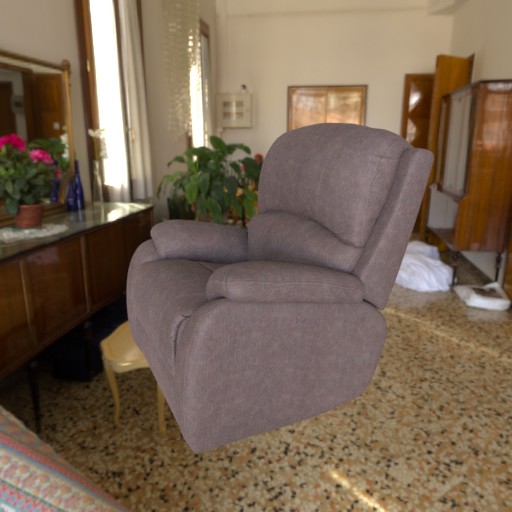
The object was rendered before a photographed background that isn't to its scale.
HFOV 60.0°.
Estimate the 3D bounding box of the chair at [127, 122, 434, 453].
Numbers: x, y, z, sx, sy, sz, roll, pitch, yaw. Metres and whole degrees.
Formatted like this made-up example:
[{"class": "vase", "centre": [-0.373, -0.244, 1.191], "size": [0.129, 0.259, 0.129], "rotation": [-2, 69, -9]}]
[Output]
[{"class": "chair", "centre": [0.000, 0.000, 1.737], "size": [0.899, 1.011, 0.930], "rotation": [-7, 16, -25]}]
